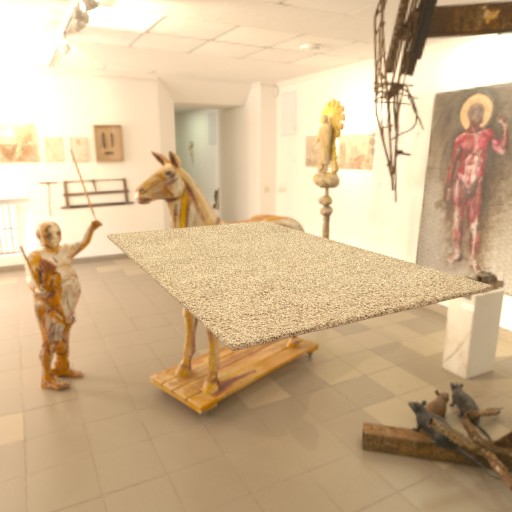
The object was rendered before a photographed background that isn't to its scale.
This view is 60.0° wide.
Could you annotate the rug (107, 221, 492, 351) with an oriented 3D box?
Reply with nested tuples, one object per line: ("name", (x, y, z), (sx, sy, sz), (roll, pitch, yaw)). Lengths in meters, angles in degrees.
("rug", (0.000, 0.000, 3.015), (1.524, 0.030, 2.438), (-7, 16, -28))
